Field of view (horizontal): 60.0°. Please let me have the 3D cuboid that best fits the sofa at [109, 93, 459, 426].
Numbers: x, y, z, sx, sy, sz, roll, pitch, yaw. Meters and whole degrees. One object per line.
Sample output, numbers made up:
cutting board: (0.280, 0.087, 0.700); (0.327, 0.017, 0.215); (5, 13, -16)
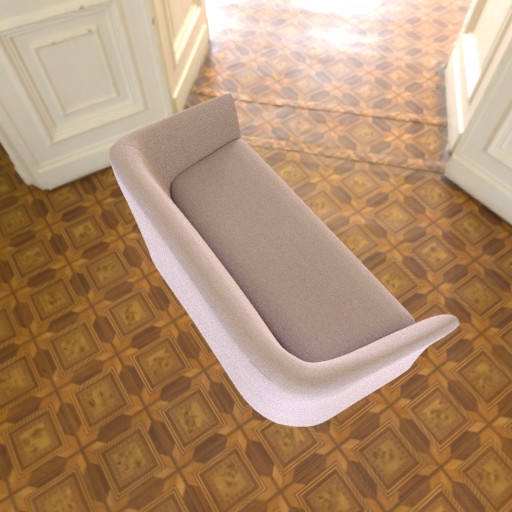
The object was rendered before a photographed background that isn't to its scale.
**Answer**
sofa: (0.000, 0.000, 1.893); (0.705, 0.721, 1.452); (-31, 63, -17)
